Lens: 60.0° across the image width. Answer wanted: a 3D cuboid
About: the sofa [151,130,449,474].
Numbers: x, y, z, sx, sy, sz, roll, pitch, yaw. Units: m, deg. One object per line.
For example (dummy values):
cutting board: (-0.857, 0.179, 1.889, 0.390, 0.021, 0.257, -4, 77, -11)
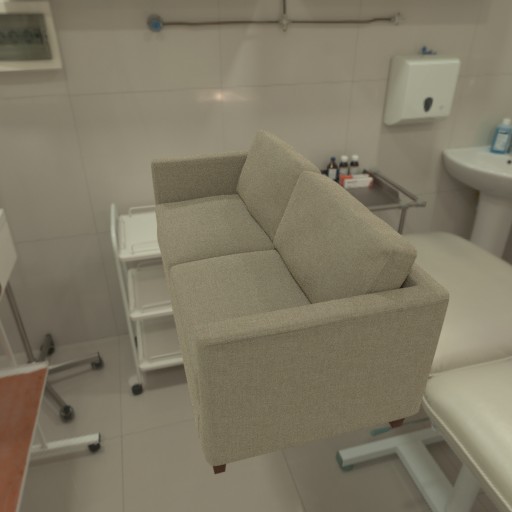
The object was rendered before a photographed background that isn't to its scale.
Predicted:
sofa: (0.000, 0.000, 2.381, 0.951, 0.947, 1.884, -8, 31, -14)
